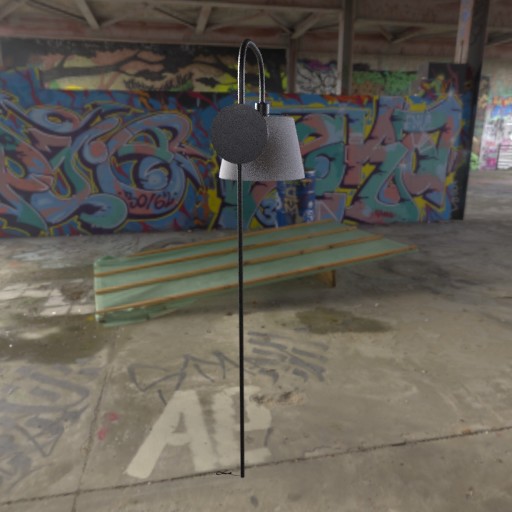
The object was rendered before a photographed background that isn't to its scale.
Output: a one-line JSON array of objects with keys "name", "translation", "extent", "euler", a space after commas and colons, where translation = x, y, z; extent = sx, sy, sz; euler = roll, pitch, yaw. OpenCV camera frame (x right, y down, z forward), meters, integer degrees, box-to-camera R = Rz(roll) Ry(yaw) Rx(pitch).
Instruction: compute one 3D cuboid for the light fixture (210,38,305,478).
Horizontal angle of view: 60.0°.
[{"name": "light fixture", "translation": [0.000, 0.000, 0.460], "extent": [0.092, 0.399, 0.176], "euler": [2, 15, 9]}]
